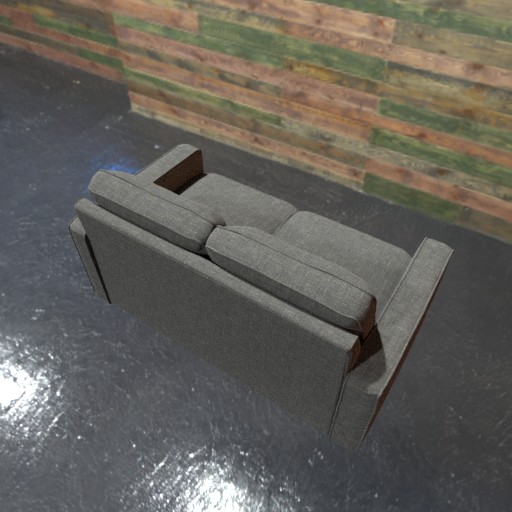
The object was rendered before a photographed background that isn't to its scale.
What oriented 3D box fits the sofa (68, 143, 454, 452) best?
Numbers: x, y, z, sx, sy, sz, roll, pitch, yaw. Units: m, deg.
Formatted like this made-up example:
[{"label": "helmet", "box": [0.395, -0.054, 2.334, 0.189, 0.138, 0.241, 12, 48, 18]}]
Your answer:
[{"label": "sofa", "box": [0.000, 0.000, 2.282, 1.709, 0.918, 0.947, 25, 51, 22]}]
